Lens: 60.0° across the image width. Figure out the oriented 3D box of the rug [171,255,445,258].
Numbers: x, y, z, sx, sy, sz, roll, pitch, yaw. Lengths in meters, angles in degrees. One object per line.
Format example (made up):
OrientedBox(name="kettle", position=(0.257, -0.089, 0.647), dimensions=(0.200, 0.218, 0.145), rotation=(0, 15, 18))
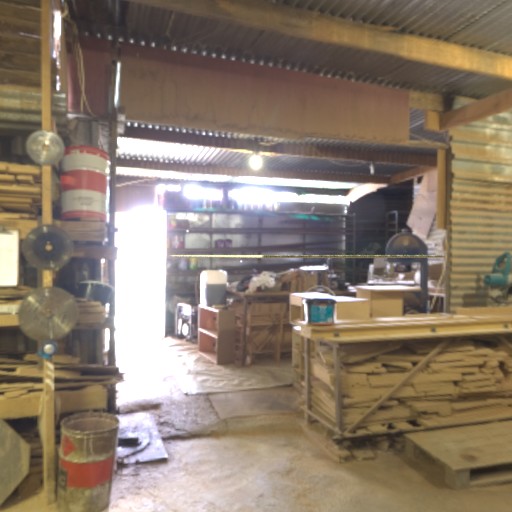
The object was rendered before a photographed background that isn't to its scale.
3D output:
OrientedBox(name="rug", position=(0.000, 0.000, 2.756), dimensions=(0.750, 0.009, 2.435), rotation=(0, 0, -18))
